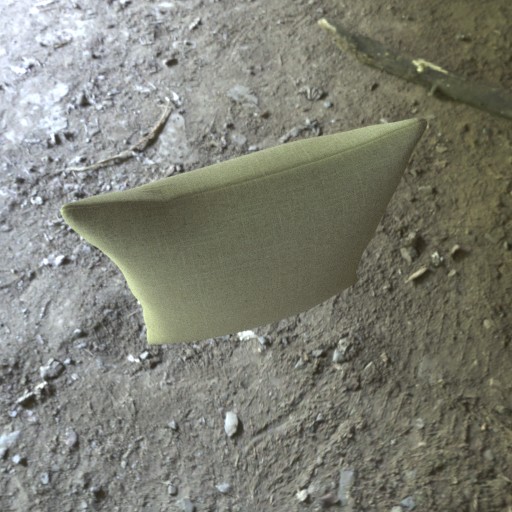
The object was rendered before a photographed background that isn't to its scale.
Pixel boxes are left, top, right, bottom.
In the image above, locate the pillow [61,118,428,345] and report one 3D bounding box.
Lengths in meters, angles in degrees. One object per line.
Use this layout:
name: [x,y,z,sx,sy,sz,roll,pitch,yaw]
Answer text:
pillow: [0.000,0.000,0.645,0.414,0.399,0.173,-16,61,-9]
